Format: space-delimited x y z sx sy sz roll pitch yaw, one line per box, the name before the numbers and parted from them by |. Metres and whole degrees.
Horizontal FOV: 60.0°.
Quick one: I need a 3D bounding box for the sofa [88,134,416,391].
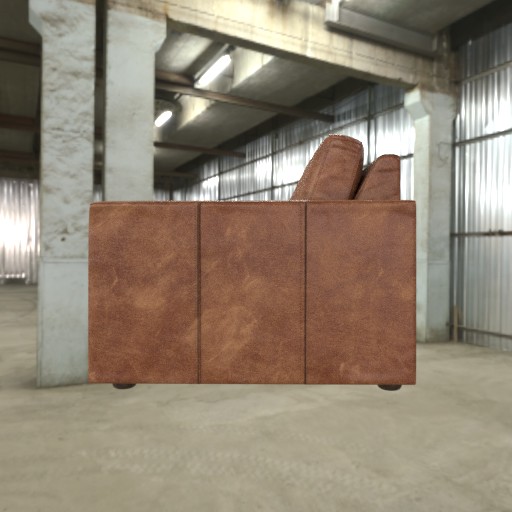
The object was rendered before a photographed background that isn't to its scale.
sofa | 0.000 0.000 2.190 1.041 0.889 1.626 0 0 1
